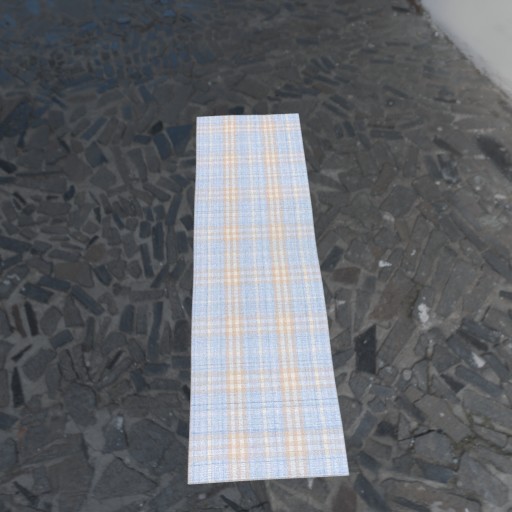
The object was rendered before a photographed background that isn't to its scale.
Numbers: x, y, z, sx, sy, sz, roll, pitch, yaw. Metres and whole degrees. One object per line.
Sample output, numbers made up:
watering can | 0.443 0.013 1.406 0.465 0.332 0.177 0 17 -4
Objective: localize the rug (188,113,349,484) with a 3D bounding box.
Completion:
rug | 0.000 0.000 2.699 0.762 0.013 2.439 -2 60 -1
